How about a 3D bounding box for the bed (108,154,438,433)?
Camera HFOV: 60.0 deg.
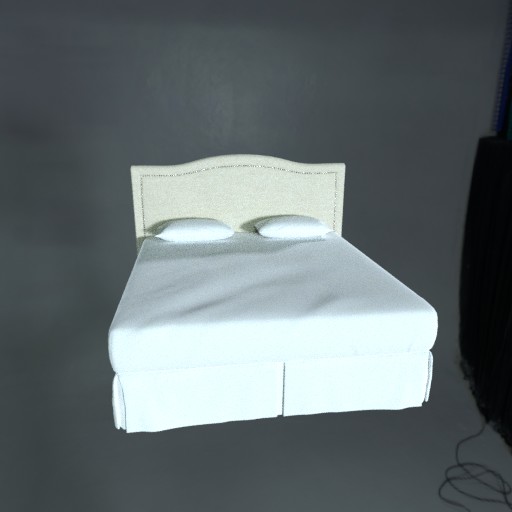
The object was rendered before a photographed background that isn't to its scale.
[{"bbox_3d":[0.000,0.000,3.481,2.083,1.421,2.182,-2,17,-8],"label":"bed"}]
